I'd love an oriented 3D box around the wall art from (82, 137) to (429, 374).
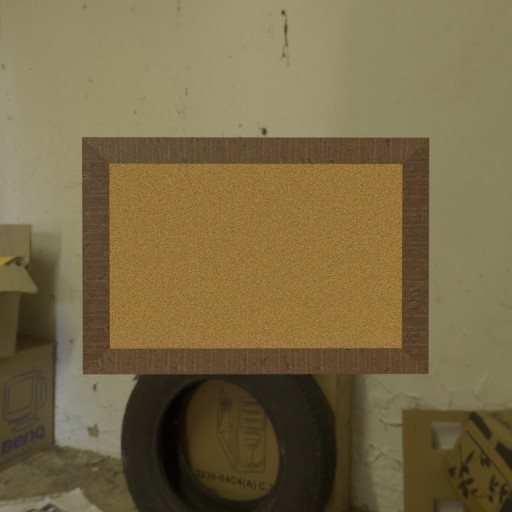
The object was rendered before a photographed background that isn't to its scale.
[{"bbox_3d":[0.000,0.000,1.182,0.917,0.626,0.019,0,0,0],"label":"wall art"}]
